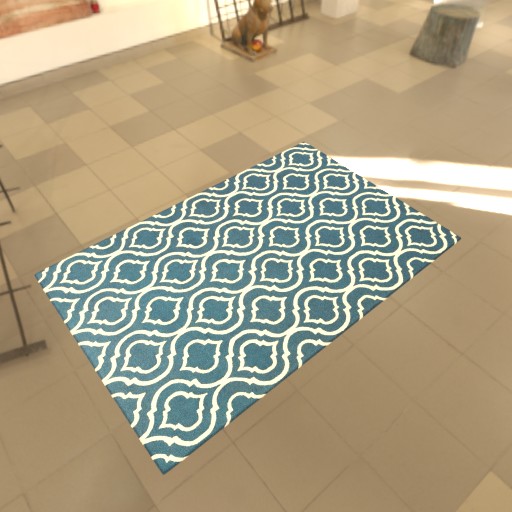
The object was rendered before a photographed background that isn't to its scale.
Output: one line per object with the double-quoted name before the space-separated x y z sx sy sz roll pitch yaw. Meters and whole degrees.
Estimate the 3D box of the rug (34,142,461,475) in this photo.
"rug" 0.000 0.000 2.155 1.753 0.010 1.143 -31 54 -26
